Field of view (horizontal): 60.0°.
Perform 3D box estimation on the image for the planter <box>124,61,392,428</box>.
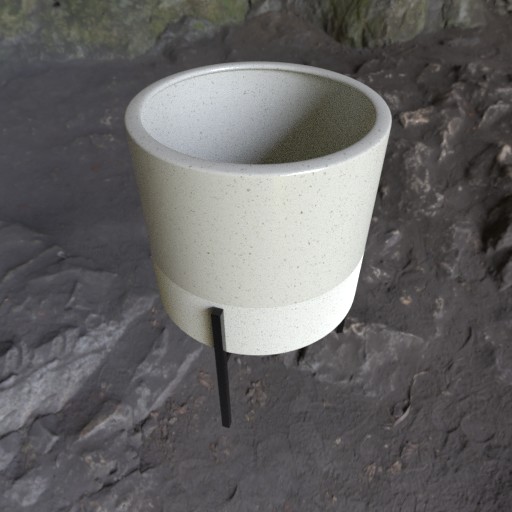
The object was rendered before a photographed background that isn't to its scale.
[{"bbox_3d":[0.000,0.000,0.331,0.152,0.230,0.159,12,43,13],"label":"planter"}]
